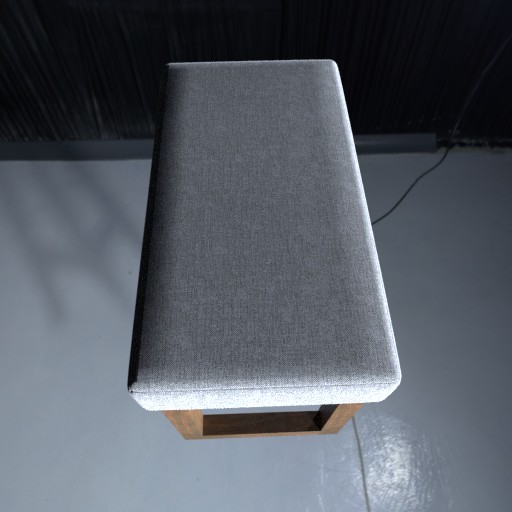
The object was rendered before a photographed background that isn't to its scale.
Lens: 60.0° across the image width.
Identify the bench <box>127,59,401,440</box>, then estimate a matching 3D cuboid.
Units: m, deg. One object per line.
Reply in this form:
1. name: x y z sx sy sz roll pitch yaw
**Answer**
1. bench: 0.000 0.000 0.935 0.366 0.467 0.681 -2 59 -1
